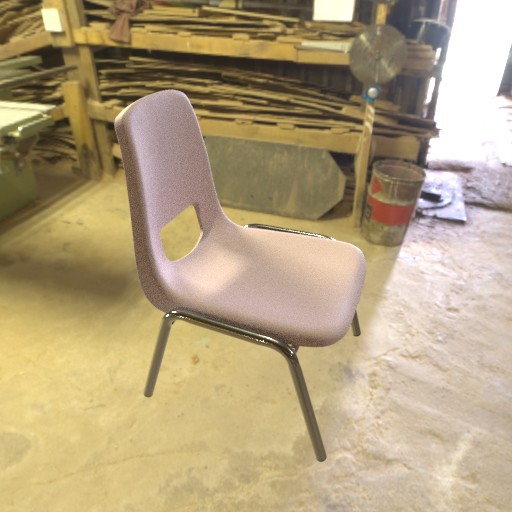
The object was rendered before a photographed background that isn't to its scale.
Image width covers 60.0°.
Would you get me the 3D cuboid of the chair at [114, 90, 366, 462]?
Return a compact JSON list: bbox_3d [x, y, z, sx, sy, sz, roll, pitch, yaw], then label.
[{"bbox_3d":[0.000,0.000,0.804,0.385,0.537,0.354,11,33,18],"label":"chair"}]
